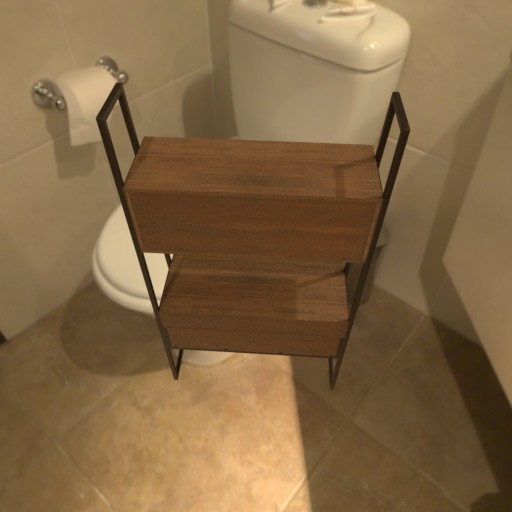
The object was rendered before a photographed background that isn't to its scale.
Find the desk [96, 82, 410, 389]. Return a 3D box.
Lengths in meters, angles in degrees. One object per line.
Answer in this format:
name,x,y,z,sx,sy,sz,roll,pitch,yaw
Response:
desk,0.000,0.000,2.215,0.982,1.809,0.515,3,48,3
